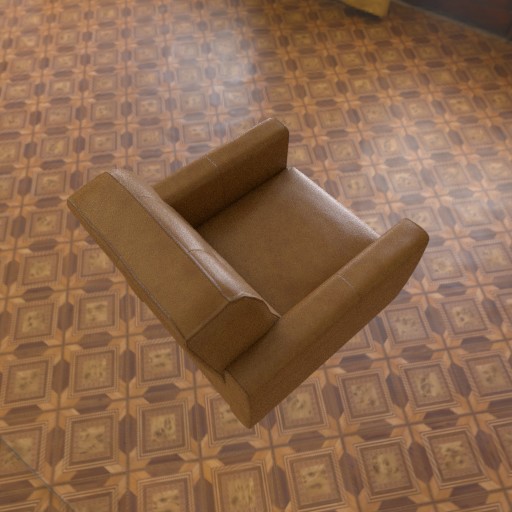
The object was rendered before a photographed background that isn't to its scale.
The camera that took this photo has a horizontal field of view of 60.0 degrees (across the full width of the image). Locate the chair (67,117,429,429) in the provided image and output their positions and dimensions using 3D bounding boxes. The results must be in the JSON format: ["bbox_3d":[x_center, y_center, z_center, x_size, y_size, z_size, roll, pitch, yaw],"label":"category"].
[{"bbox_3d":[0.000,0.000,1.664,0.942,0.968,0.845,-36,64,-21],"label":"chair"}]
